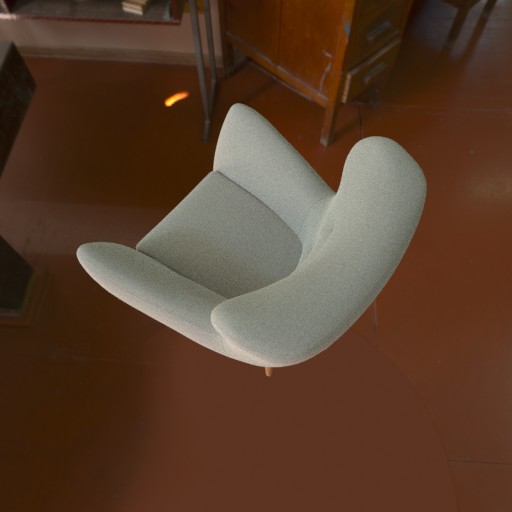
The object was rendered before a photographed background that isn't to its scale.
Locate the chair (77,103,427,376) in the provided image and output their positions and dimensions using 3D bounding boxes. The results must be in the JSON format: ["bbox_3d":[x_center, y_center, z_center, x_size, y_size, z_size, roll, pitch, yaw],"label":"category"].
[{"bbox_3d":[0.000,0.000,1.642,0.889,0.889,0.890,34,67,16],"label":"chair"}]
